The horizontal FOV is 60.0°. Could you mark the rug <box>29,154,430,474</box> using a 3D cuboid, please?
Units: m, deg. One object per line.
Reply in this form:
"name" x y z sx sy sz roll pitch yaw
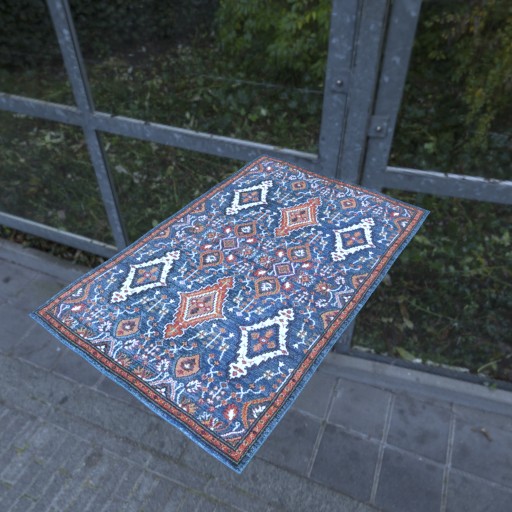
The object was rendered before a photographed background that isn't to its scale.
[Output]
"rug" 0.000 0.000 2.275 1.195 0.014 1.847 25 47 26
